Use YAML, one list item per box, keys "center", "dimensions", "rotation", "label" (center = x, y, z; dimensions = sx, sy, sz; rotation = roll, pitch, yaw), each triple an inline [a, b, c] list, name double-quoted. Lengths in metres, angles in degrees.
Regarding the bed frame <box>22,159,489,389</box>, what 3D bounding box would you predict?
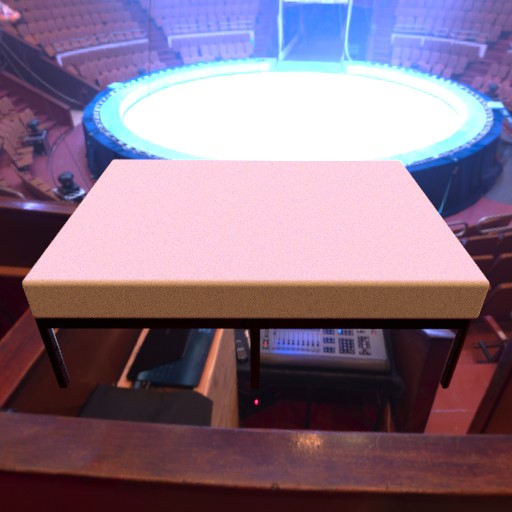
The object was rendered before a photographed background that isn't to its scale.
- center: [0.000, 0.000, 2.595]
  dimensions: [1.956, 0.659, 1.408]
  rotation: [0, 33, 0]
  label: "bed frame"
